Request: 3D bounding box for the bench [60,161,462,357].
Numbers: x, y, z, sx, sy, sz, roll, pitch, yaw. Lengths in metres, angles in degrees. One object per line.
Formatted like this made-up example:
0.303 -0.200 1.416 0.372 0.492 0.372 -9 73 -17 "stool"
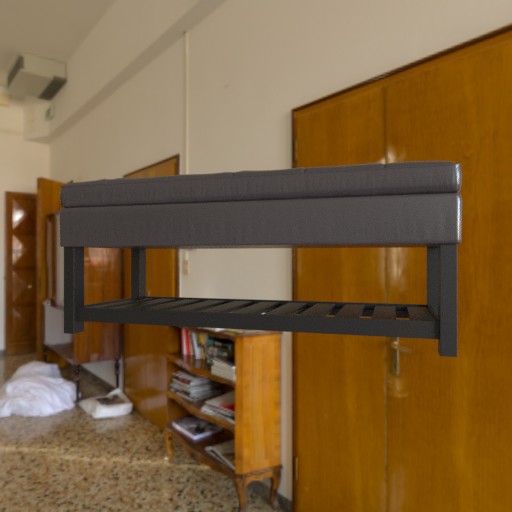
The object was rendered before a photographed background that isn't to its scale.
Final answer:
0.000 0.000 1.355 1.105 0.460 0.432 0 0 17 "bench"
